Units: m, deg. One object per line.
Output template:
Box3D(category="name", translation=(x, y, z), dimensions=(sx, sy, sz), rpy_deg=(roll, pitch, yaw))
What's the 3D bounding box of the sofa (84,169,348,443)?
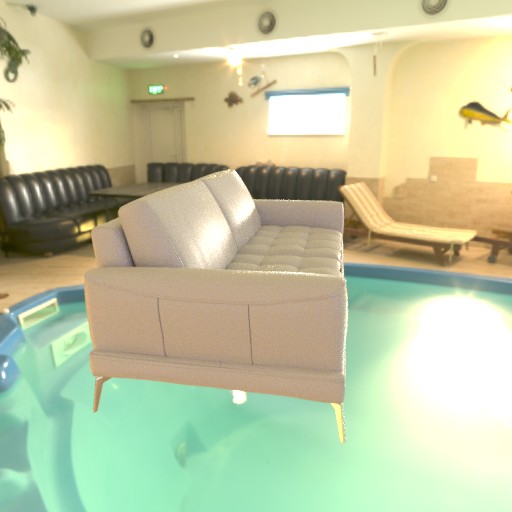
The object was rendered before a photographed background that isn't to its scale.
Box3D(category="sofa", translation=(0.000, 0.000, 2.739), dimensions=(1.121, 0.930, 2.177), rpy_deg=(3, 16, 10))
